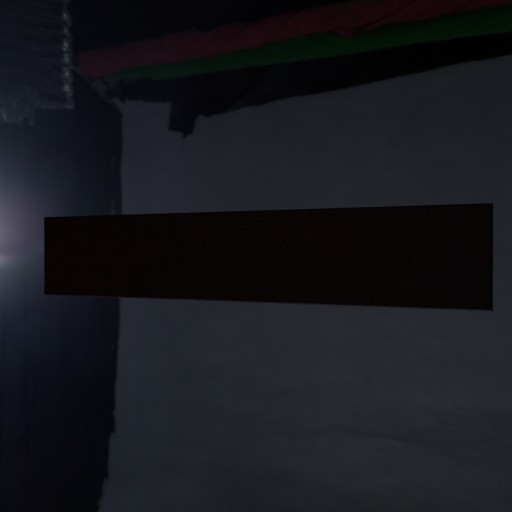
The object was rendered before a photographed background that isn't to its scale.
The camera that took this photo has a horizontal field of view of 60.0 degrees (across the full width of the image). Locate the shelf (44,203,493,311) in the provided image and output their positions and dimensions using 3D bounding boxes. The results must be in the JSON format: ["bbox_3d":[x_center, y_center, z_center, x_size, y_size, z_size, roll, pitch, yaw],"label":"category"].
[{"bbox_3d":[0.000,0.000,0.505,0.457,0.088,0.152,0,0,18],"label":"shelf"}]
